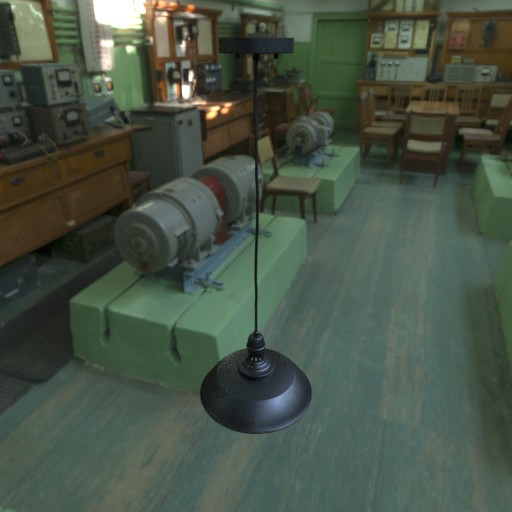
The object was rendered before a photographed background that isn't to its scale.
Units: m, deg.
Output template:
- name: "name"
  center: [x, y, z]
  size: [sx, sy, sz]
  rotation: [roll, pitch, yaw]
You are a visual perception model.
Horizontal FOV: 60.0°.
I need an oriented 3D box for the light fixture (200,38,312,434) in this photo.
- name: "light fixture"
  center: [0.000, 0.000, 1.124]
  size: [0.331, 0.993, 0.331]
  rotation: [9, 27, 17]
